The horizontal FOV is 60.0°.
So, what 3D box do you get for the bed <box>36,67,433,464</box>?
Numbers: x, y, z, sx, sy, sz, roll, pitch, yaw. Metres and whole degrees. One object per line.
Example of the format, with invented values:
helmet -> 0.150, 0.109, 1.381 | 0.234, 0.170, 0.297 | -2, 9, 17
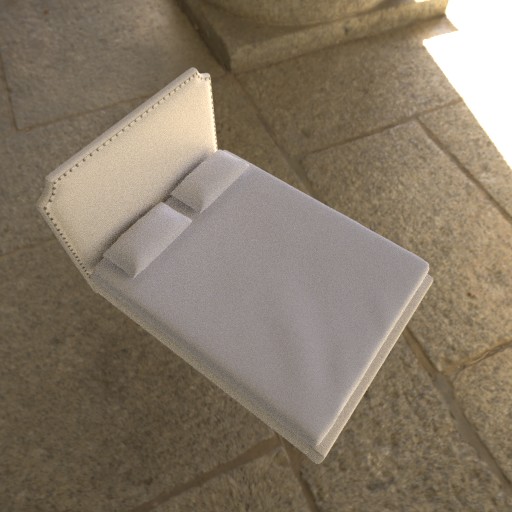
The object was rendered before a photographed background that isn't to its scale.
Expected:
bed -> 0.000, 0.000, 3.376 | 2.372, 1.497, 1.712 | 32, 63, 19
